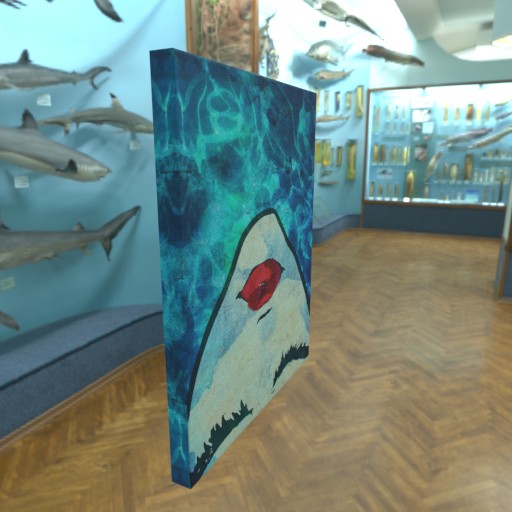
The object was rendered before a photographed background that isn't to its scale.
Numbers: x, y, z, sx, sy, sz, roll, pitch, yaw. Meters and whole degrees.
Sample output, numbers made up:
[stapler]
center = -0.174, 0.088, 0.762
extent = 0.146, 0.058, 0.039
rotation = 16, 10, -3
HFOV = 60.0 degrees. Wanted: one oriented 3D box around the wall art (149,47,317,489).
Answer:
[wall art]
center = 0.000, 0.000, 0.842
extent = 0.038, 0.635, 0.508
rotation = 7, 15, 27
